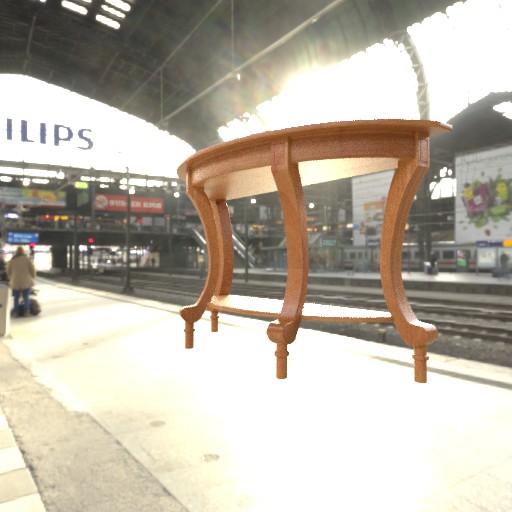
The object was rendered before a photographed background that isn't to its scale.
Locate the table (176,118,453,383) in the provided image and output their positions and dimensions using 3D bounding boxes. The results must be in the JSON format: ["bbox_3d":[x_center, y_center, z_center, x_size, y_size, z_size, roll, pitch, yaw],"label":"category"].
[{"bbox_3d":[0.000,0.000,1.528,0.394,0.692,1.198,0,-1,-38],"label":"table"}]
